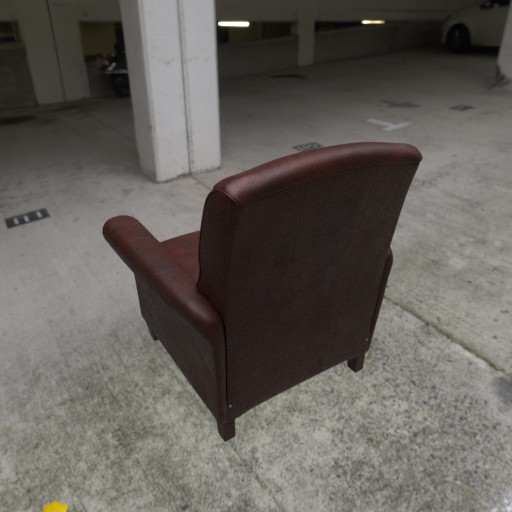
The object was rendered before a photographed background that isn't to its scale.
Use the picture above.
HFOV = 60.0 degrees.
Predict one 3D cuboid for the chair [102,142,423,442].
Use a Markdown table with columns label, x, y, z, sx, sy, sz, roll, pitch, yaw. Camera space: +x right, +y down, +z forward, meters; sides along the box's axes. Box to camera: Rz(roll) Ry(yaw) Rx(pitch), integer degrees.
| label | x | y | z | sx | sy | sz | roll | pitch | yaw |
| --- | --- | --- | --- | --- | --- | --- | --- | --- | --- |
| chair | 0.000 | 0.000 | 1.806 | 0.978 | 1.061 | 0.902 | -17 | 33 | -29 |
